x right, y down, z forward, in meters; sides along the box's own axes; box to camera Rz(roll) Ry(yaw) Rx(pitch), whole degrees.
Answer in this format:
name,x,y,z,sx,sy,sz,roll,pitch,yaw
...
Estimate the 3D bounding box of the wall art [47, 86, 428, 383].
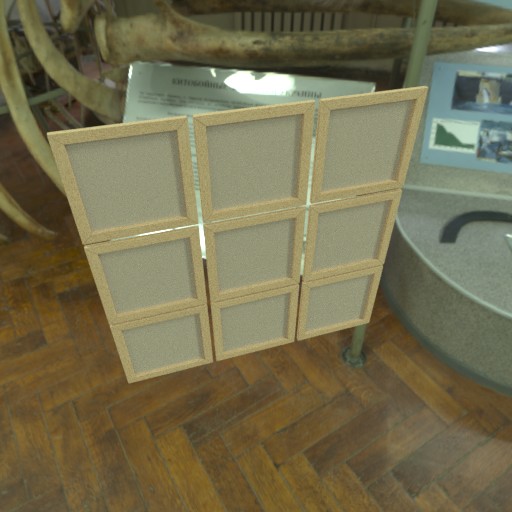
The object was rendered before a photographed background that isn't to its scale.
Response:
name,x,y,z,sx,sy,sz,roll,pitch,yaw
wall art,0.000,0.000,1.762,1.217,1.207,0.016,-11,42,-13
